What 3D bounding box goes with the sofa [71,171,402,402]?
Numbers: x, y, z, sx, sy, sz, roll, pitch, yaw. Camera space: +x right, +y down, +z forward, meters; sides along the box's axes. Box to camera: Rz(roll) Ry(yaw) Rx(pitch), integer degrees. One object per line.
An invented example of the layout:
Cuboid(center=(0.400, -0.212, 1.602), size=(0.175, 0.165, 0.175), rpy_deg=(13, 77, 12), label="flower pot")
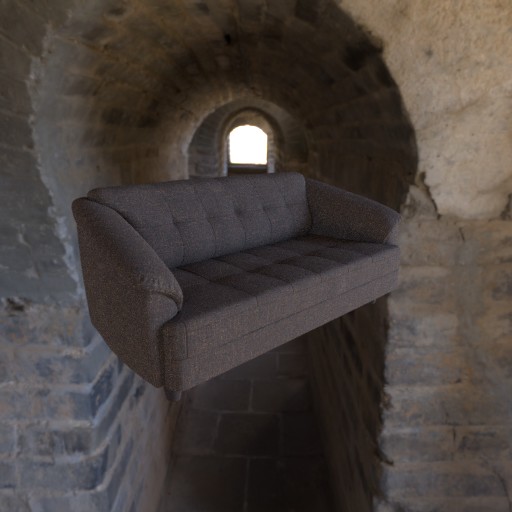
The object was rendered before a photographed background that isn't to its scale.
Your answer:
Cuboid(center=(0.000, 0.000, 2.384), size=(0.887, 0.790, 1.849), rpy_deg=(15, 21, 43), label="sofa")
